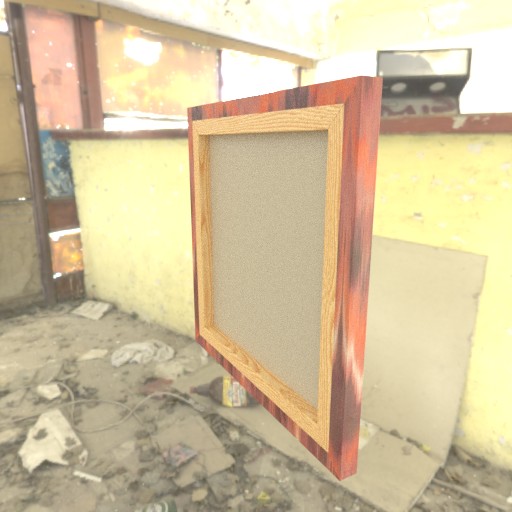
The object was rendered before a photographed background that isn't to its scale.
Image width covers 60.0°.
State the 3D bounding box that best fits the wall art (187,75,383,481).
[{"bbox_3d":[0.000,0.000,0.897,0.037,0.609,0.603,-8,16,-29],"label":"wall art"}]
